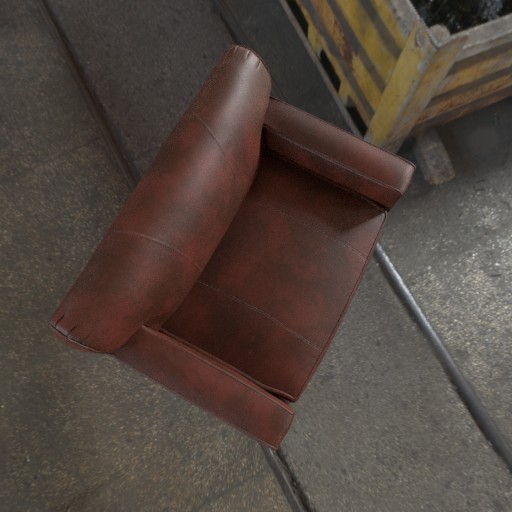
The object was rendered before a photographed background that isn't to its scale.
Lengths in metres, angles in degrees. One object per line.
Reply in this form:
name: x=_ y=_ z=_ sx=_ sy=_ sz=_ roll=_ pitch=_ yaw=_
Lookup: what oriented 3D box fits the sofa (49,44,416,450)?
sofa: x=0.000 y=0.000 z=2.066 sx=1.000 sy=0.956 sz=1.413 roll=28 pitch=77 yaw=7
